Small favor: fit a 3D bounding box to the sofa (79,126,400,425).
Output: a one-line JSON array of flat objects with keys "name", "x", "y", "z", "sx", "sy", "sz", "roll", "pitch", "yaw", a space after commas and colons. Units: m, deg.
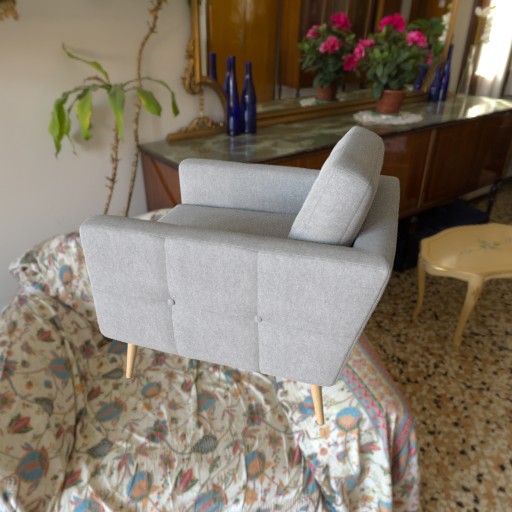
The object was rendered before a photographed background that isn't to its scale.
[{"name": "sofa", "x": 0.000, "y": 0.000, "z": 1.587, "sx": 0.920, "sy": 0.860, "sz": 0.770, "roll": 8, "pitch": 29, "yaw": 15}]
